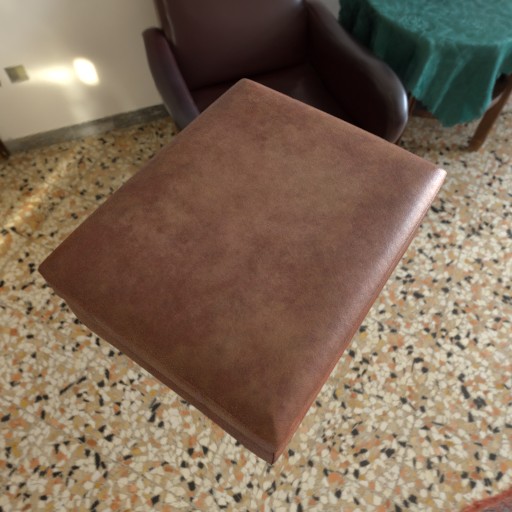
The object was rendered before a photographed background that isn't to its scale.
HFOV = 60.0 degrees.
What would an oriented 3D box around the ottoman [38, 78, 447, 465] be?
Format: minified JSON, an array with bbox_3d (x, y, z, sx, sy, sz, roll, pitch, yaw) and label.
[{"bbox_3d":[0.000,0.000,1.777,0.965,0.667,1.186,31,64,17],"label":"ottoman"}]
